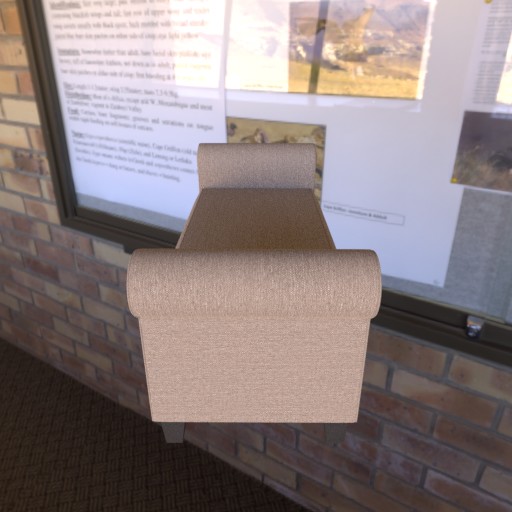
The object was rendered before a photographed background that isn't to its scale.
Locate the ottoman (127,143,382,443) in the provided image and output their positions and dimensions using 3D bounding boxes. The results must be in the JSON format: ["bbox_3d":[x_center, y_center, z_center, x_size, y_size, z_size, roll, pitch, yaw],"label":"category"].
[{"bbox_3d":[0.000,0.000,1.527,0.521,0.547,1.256,0,25,0],"label":"ottoman"}]
